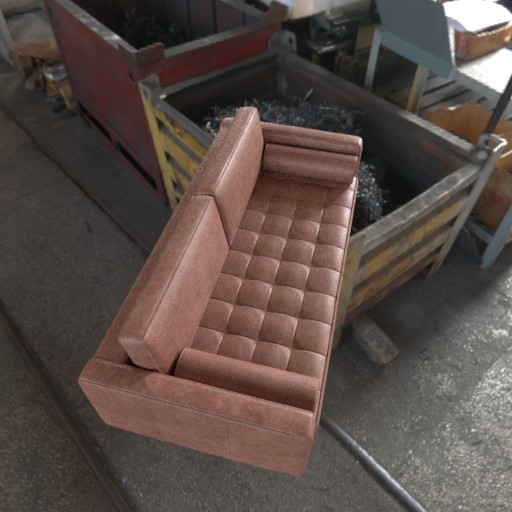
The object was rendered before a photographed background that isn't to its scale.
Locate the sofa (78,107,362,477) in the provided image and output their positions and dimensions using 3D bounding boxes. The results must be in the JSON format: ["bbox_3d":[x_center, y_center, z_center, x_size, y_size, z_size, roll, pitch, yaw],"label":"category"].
[{"bbox_3d":[0.000,0.000,2.288,0.910,0.760,1.870,11,50,9],"label":"sofa"}]
